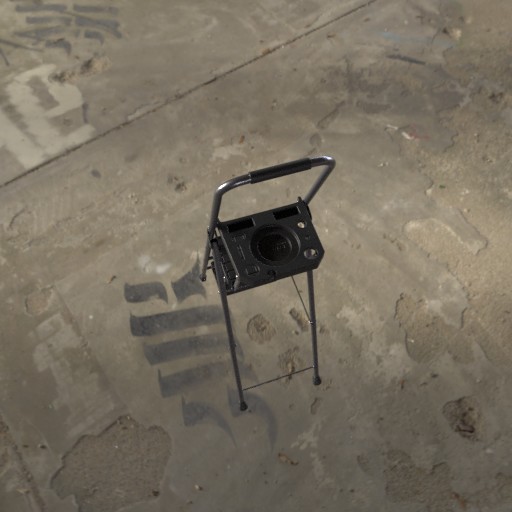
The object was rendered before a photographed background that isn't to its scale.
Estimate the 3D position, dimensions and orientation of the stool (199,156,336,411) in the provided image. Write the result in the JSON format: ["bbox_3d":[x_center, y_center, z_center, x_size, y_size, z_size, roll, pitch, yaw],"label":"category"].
[{"bbox_3d":[0.000,0.000,1.629,0.396,1.277,0.733,-16,59,-10],"label":"stool"}]
